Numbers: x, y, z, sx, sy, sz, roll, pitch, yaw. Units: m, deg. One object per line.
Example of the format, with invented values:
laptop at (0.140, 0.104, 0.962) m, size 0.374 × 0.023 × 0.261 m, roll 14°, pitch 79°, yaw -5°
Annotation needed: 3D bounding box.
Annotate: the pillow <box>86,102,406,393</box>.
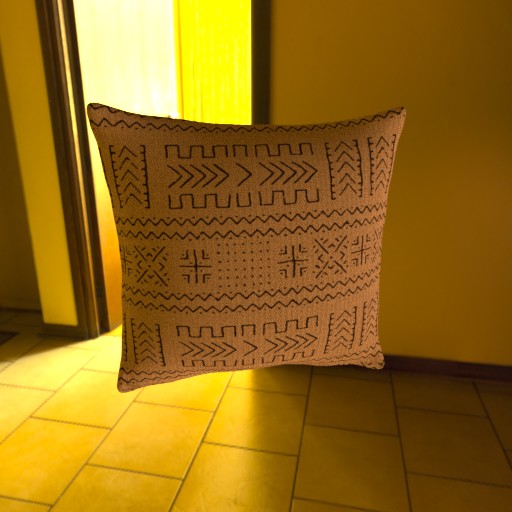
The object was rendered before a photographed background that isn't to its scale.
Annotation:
pillow at (0.000, 0.000, 0.658) m, size 0.438 × 0.430 × 0.164 m, roll -3°, pitch 18°, yaw -8°
